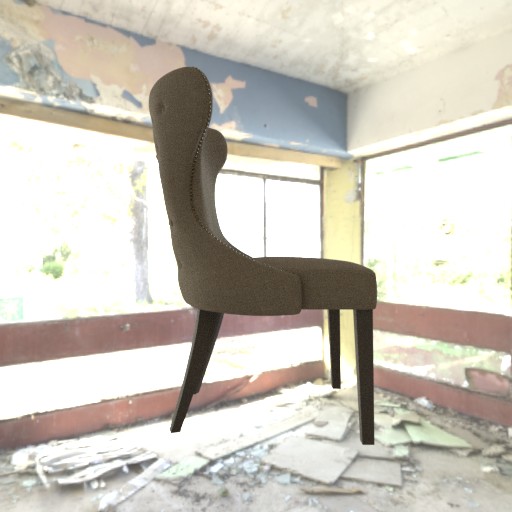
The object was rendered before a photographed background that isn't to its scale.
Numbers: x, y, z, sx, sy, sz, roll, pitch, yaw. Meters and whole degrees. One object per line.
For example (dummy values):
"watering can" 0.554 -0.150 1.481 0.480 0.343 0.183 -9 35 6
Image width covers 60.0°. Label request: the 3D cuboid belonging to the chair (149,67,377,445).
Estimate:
"chair" 0.000 0.000 1.391 0.635 0.967 0.628 0 0 1
